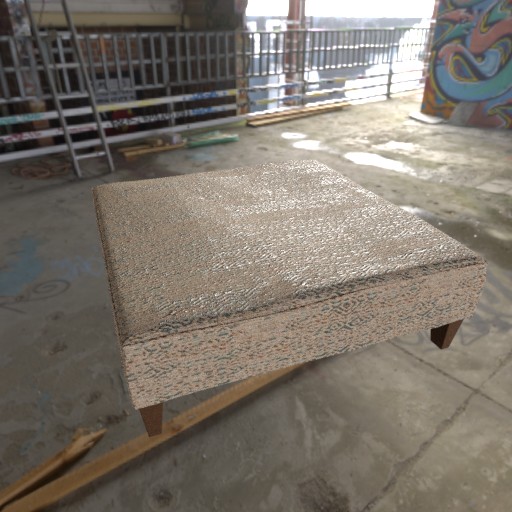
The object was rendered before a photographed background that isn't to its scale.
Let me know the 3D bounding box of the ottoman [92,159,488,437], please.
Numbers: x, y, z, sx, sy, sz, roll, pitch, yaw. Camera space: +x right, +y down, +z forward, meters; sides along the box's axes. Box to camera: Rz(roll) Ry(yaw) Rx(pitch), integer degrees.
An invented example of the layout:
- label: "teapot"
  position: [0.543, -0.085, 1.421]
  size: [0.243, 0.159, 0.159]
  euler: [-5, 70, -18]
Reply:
- label: "ottoman"
  position: [0.000, 0.000, 1.501]
  size: [0.968, 0.356, 1.004]
  euler: [-10, 30, -19]
